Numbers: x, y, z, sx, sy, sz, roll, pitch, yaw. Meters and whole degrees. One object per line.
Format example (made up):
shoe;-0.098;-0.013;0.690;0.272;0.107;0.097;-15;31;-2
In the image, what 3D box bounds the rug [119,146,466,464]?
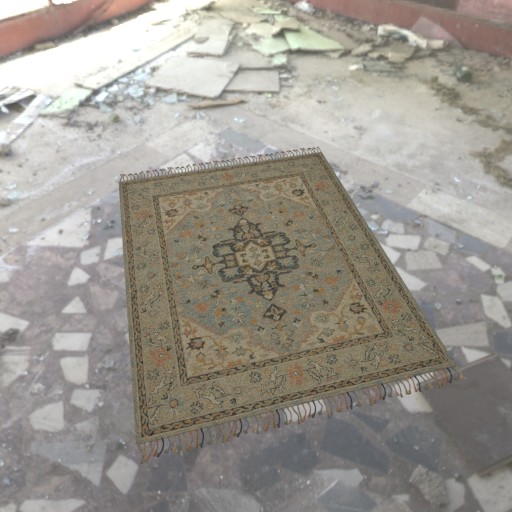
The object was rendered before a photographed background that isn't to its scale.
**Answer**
rug;0.000;0.000;3.399;1.971;0.010;2.651;-10;47;-10
